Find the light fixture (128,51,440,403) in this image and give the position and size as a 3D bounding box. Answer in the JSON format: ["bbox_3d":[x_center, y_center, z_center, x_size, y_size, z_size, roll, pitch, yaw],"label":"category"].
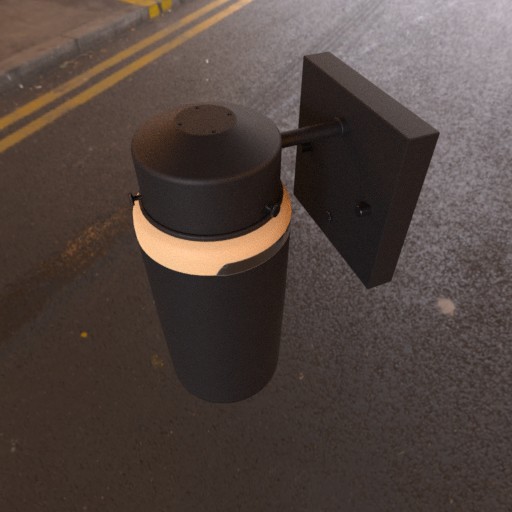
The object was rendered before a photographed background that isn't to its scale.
[{"bbox_3d":[0.000,0.000,0.363,0.176,0.257,0.130,-17,48,-16],"label":"light fixture"}]
